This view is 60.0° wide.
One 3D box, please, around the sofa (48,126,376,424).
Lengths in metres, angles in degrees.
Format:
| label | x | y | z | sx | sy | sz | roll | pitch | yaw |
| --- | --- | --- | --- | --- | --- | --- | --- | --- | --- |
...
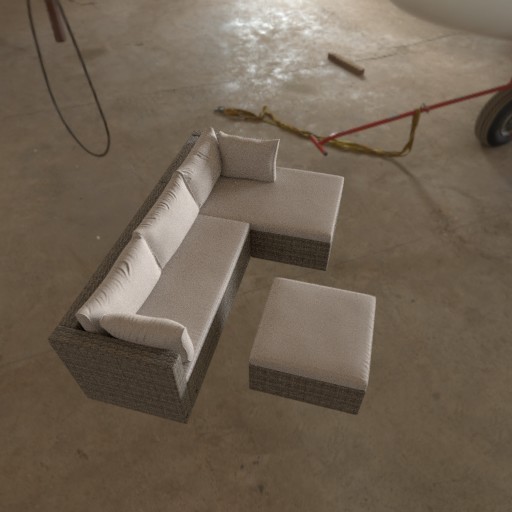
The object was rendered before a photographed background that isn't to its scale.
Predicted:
| label | x | y | z | sx | sy | sz | roll | pitch | yaw |
| --- | --- | --- | --- | --- | --- | --- | --- | --- | --- |
| sofa | 0.000 | 0.000 | 3.052 | 1.662 | 0.766 | 2.192 | 11 | 46 | 10 |
